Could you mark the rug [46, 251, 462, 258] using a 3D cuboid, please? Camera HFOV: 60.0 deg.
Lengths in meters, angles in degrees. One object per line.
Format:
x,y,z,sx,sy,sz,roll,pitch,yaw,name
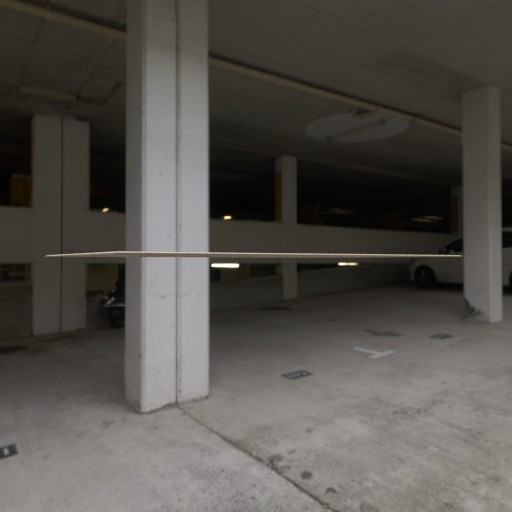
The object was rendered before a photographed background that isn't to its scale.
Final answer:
0.000,0.000,2.908,2.284,0.008,1.522,0,-1,-35,rug
